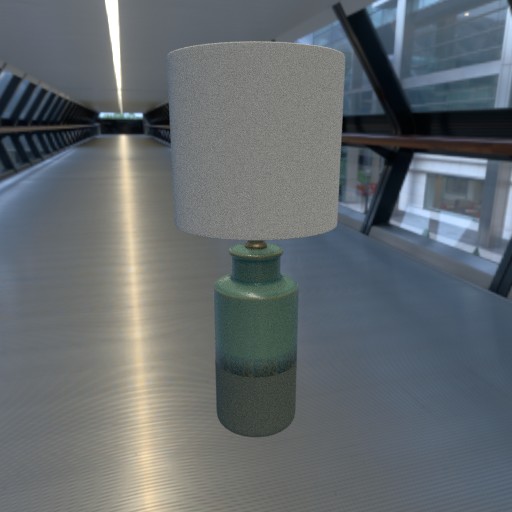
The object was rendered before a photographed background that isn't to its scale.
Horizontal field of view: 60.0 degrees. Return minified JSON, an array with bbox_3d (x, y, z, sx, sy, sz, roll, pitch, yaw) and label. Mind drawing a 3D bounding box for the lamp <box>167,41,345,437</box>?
[{"bbox_3d":[0.000,0.000,0.600,0.212,0.493,0.212,8,17,27],"label":"lamp"}]
